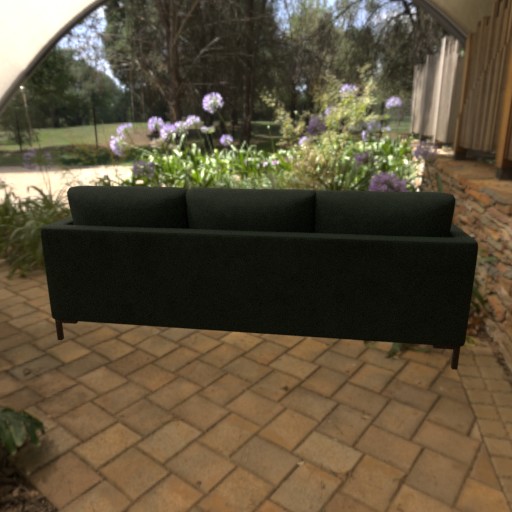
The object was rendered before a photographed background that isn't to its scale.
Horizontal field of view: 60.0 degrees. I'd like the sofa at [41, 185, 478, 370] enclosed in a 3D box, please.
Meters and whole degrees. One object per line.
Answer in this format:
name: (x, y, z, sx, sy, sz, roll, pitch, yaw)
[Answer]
sofa: (0.000, 0.000, 2.659, 2.218, 0.870, 0.859, 2, 16, 8)
